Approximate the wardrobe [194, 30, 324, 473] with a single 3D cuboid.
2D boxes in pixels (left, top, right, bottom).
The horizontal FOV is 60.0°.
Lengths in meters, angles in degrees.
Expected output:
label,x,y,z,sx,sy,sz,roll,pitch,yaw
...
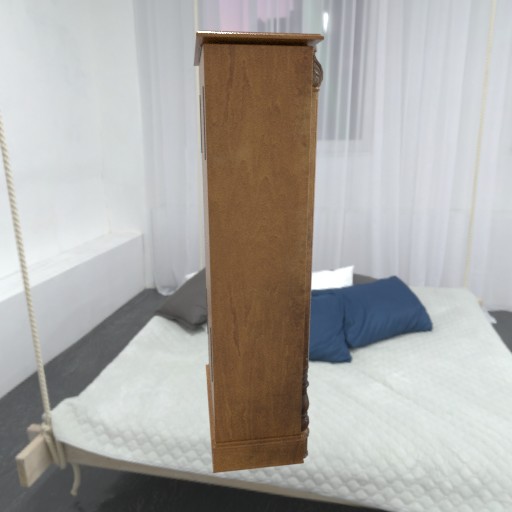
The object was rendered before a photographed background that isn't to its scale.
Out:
label,x,y,z,sx,sy,sz,roll,pitch,yaw
wardrobe,0.000,0.000,1.126,0.273,0.959,0.406,-2,16,-8
